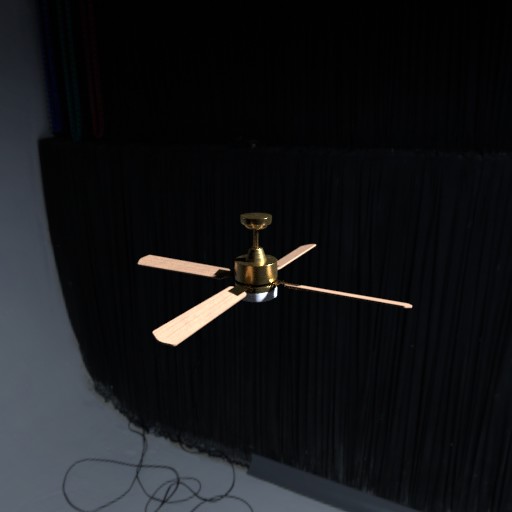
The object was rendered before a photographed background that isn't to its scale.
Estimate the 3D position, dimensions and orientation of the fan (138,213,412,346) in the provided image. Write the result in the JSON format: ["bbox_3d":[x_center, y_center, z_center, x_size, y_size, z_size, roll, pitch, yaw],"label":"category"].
[{"bbox_3d":[0.000,0.000,1.926,1.320,0.355,1.320,8,18,26],"label":"fan"}]
